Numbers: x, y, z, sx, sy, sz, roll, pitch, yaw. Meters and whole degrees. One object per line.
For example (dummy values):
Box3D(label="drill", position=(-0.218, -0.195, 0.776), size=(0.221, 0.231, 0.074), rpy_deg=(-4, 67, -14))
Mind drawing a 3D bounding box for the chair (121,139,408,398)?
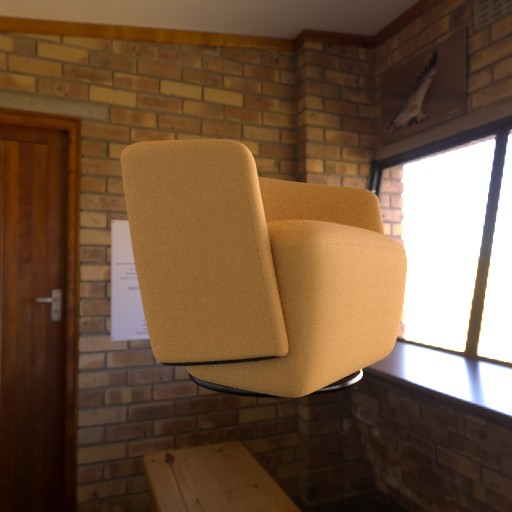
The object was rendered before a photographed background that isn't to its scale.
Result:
Box3D(label="chair", position=(0.000, 0.000, 1.357), size=(0.767, 0.698, 0.773), rpy_deg=(-1, -2, 36))
